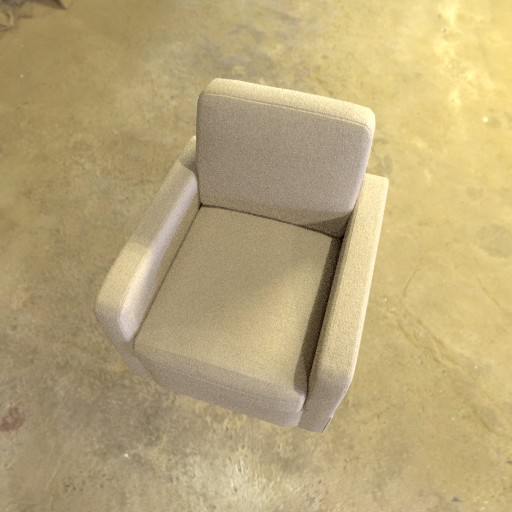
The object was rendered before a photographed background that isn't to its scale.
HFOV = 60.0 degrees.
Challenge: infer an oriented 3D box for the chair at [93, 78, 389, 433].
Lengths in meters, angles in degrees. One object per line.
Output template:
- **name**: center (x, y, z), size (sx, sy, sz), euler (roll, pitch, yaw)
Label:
- **chair**: center (0.000, 0.000, 1.507), size (0.755, 0.827, 0.888), euler (15, 59, 9)
